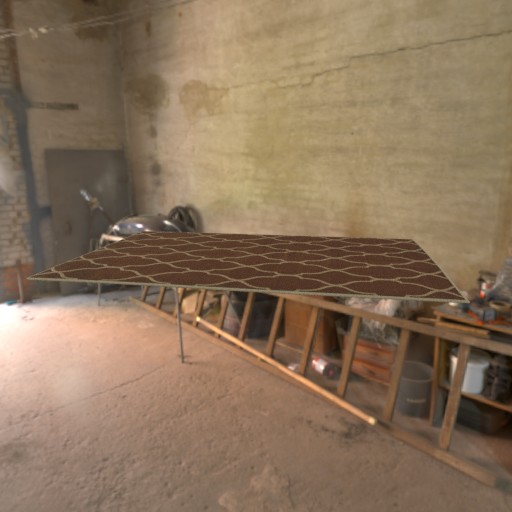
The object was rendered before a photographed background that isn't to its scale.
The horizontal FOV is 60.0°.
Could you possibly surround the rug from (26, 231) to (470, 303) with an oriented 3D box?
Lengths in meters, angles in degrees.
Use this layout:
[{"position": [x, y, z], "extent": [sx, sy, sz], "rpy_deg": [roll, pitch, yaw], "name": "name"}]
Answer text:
[{"position": [0.000, 0.000, 2.962], "extent": [2.294, 0.014, 1.528], "rpy_deg": [2, 13, 9], "name": "rug"}]
